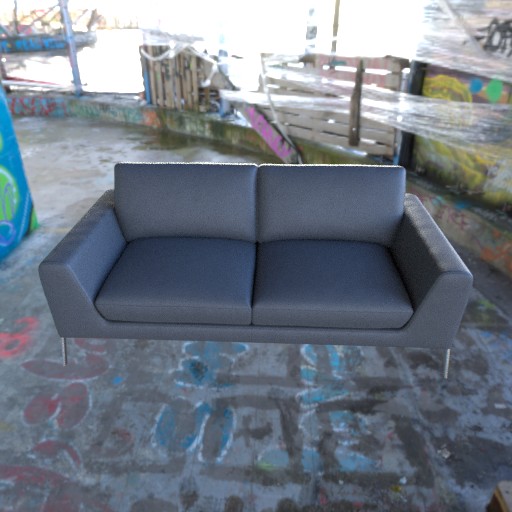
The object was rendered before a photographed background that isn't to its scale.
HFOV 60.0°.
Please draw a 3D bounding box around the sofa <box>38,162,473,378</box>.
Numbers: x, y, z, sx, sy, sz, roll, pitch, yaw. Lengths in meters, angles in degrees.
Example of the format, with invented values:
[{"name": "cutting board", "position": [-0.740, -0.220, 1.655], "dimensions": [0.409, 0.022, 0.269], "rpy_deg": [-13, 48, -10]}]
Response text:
[{"name": "sofa", "position": [0.000, 0.000, 2.497], "dimensions": [2.017, 0.875, 0.953], "rpy_deg": [1, 30, 2]}]
